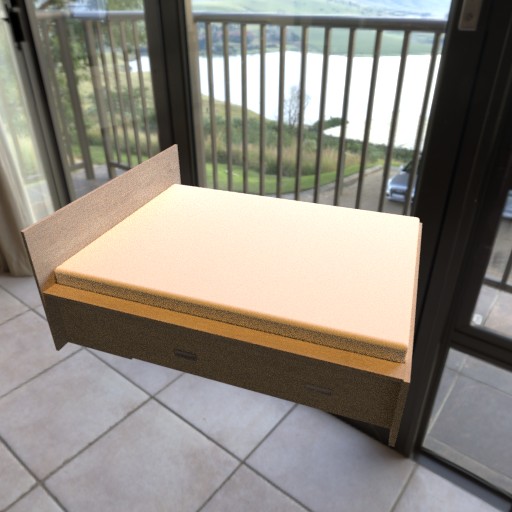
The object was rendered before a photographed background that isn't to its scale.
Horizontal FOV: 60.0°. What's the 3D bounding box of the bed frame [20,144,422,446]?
[{"bbox_3d":[0.000,0.000,2.825,1.960,0.800,1.622,10,32,17],"label":"bed frame"}]
